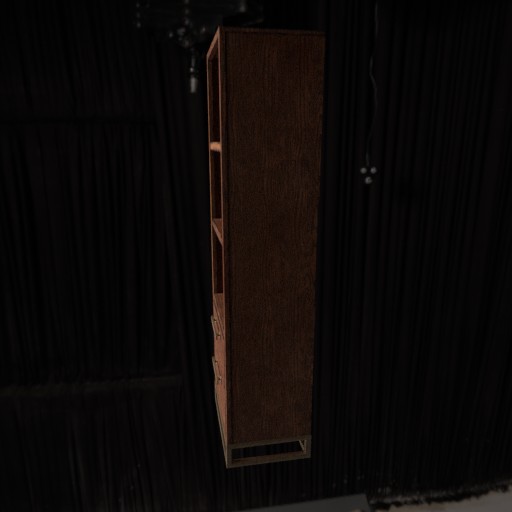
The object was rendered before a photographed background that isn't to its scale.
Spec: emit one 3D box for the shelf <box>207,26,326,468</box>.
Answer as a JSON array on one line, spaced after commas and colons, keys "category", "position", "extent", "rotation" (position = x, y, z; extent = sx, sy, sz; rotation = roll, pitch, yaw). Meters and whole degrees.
[{"category": "shelf", "position": [0.000, 0.000, 1.973], "extent": [0.395, 1.732, 0.539], "rotation": [-3, 15, -10]}]
